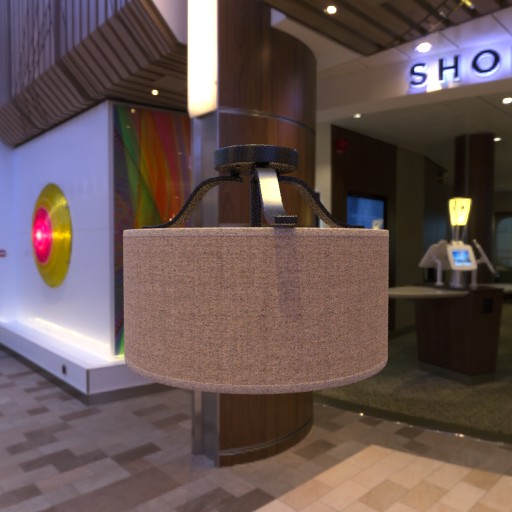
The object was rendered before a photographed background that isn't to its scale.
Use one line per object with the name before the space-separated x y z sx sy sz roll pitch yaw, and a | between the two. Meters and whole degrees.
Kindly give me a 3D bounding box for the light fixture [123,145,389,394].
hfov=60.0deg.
light fixture | 0.000 0.000 0.663 0.390 0.306 0.390 0 2 0
